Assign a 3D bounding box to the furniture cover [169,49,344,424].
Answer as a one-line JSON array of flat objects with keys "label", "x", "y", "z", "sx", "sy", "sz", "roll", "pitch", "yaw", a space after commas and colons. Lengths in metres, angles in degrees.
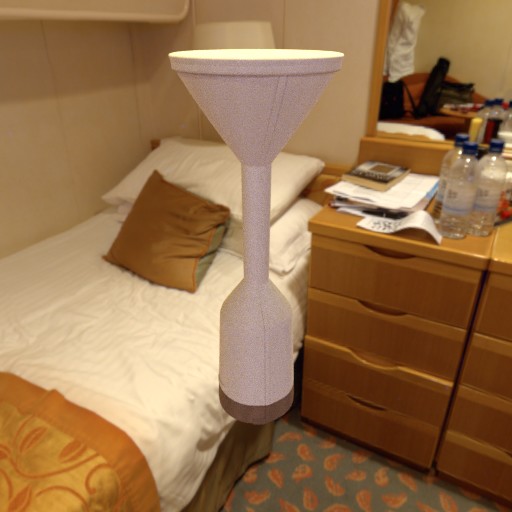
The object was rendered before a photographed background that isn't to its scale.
[{"label": "furniture cover", "x": 0.000, "y": 0.000, "z": 2.888, "sx": 0.914, "sy": 2.413, "sz": 0.914, "roll": -8, "pitch": 28, "yaw": -15}]
